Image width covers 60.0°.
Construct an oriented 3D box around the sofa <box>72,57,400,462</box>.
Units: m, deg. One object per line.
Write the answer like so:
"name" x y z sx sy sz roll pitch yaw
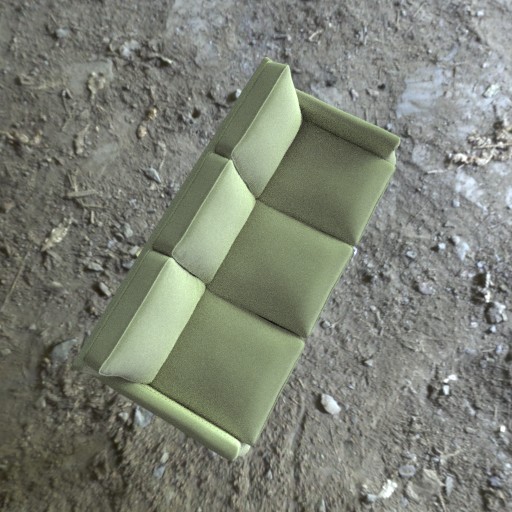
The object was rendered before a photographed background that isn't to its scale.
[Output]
"sofa" 0.000 0.000 2.837 1.084 1.003 2.246 28 78 6
